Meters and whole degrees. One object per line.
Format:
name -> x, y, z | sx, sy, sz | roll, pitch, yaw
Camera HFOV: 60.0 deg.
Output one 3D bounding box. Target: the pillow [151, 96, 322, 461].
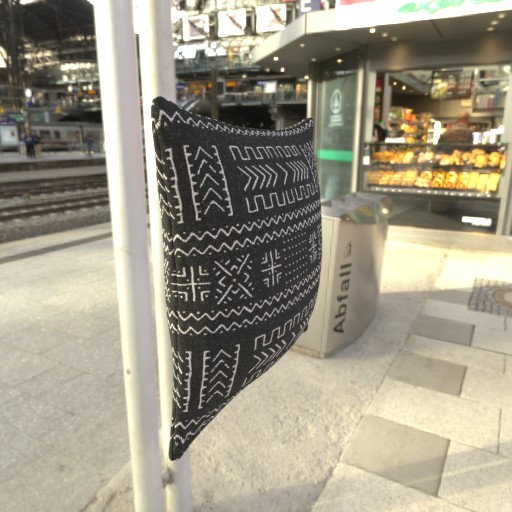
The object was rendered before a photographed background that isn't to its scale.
pillow -> 0.000, 0.000, 0.679 | 0.164, 0.430, 0.438 | 8, 17, 27
